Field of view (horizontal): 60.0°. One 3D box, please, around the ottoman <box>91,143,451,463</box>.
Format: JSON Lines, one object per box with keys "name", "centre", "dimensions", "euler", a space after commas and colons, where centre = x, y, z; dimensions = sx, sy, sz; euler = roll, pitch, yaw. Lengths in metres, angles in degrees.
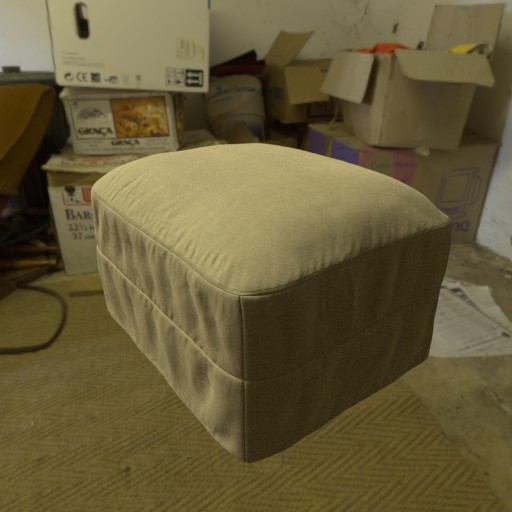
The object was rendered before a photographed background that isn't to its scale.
{"name": "ottoman", "centre": [0.000, 0.000, 1.063], "dimensions": [0.584, 0.480, 0.712], "euler": [-19, 32, -33]}
